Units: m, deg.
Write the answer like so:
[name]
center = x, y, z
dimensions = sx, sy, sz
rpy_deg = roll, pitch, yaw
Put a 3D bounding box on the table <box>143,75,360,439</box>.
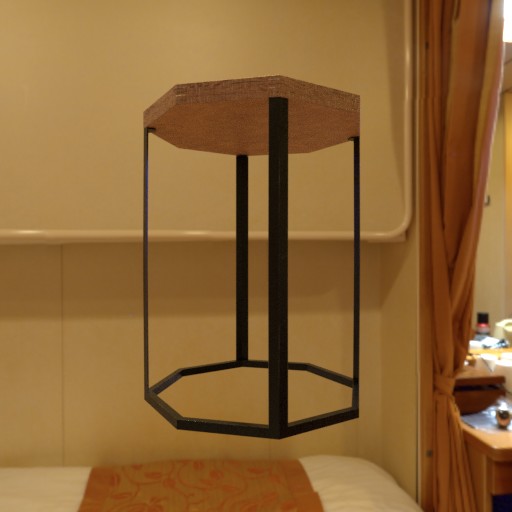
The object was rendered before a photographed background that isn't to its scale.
[table]
center = 0.000, 0.000, 0.887
dimensions = 0.437, 0.553, 0.437
rpy_deg = 1, 1, 36
